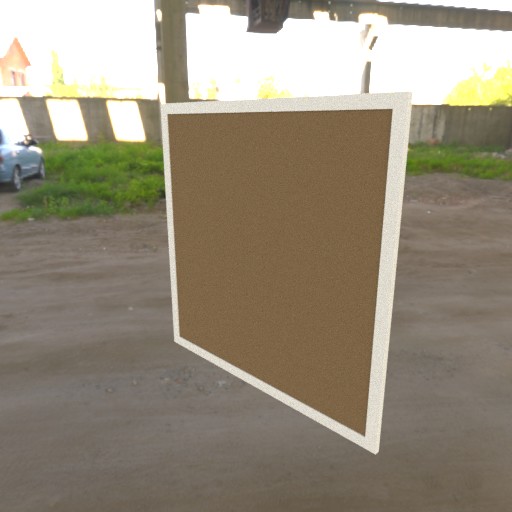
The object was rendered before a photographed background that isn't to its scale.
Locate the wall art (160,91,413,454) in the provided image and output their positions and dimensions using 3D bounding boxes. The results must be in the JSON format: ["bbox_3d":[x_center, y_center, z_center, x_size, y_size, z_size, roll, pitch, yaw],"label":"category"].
[{"bbox_3d":[0.000,0.000,1.216,0.812,0.812,0.015,16,23,42],"label":"wall art"}]
